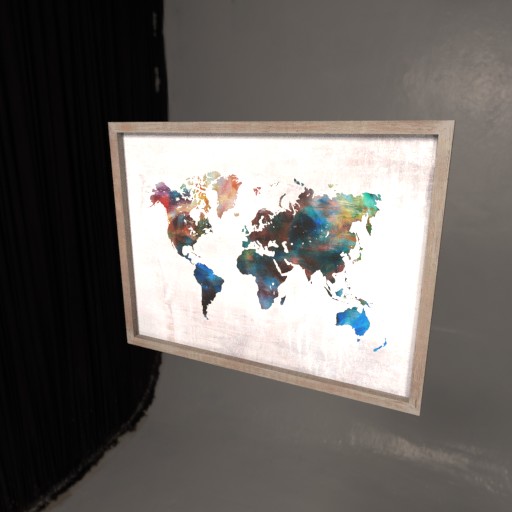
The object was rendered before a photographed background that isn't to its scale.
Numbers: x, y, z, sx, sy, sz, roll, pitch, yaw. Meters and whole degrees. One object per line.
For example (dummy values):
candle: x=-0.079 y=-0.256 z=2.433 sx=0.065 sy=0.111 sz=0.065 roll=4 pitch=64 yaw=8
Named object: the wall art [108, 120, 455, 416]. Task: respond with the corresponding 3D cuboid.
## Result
wall art: x=0.000 y=0.000 z=1.739 sx=1.320 sy=1.009 sz=0.070 roll=7 pitch=18 yaw=24
